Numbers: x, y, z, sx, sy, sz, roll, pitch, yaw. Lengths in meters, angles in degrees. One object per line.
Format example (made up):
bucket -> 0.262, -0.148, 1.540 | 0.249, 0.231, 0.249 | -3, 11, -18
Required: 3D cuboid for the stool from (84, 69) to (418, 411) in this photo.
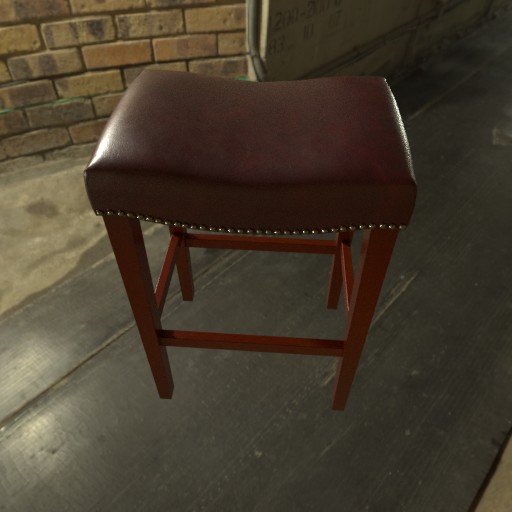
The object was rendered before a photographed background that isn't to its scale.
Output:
stool -> 0.000, 0.000, 1.013 | 0.504, 0.742, 0.372 | 3, 46, 3
